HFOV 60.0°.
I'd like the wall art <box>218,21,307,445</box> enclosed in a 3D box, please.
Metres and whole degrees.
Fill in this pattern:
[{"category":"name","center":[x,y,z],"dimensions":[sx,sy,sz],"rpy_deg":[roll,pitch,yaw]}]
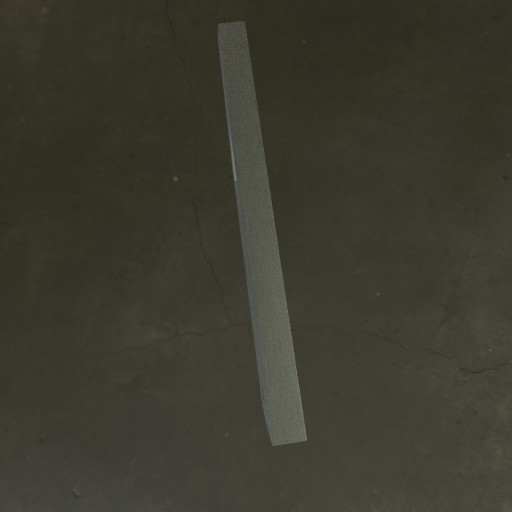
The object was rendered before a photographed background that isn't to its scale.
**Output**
[{"category":"wall art","center":[0.000,0.000,0.537],"dimensions":[0.028,0.330,0.380],"rpy_deg":[-7,75,-2]}]
